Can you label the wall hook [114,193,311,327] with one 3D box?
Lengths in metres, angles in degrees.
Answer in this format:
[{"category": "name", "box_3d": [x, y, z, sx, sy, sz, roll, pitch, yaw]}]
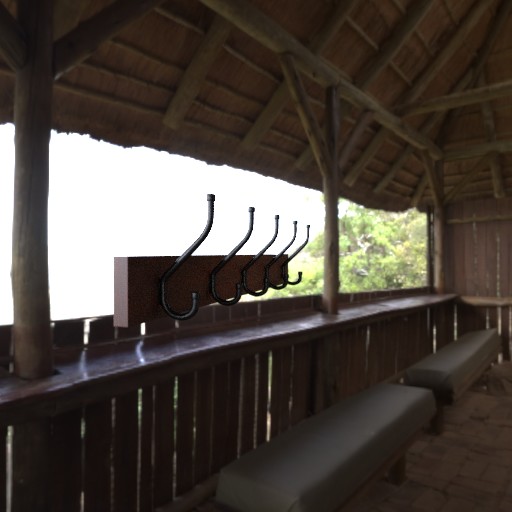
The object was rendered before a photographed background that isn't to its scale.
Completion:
[{"category": "wall hook", "box_3d": [0.000, 0.000, 0.635, 0.071, 0.117, 0.571, 0, 0, 18]}]
